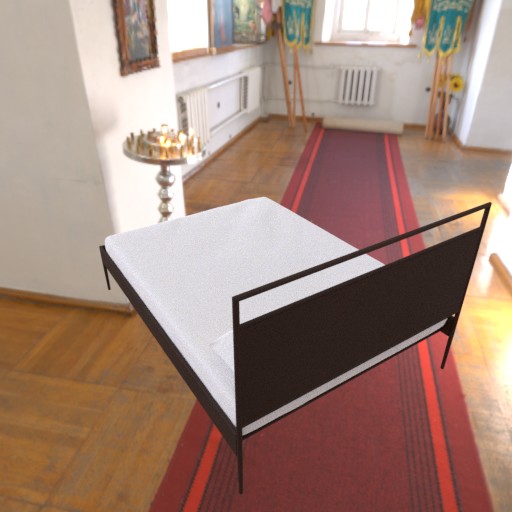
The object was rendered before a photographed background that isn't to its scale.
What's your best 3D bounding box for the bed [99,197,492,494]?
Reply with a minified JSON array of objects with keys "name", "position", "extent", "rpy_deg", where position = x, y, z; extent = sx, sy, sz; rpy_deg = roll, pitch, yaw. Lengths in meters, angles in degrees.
[{"name":"bed","position":[0.000,0.000,3.006],"extent":[1.572,1.173,2.122],"rpy_deg":[-18,35,-28]}]
